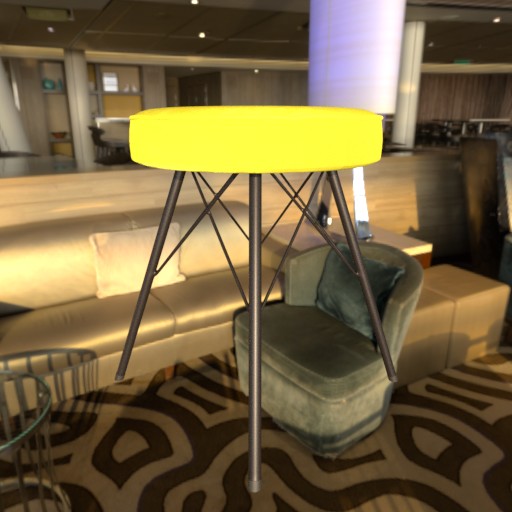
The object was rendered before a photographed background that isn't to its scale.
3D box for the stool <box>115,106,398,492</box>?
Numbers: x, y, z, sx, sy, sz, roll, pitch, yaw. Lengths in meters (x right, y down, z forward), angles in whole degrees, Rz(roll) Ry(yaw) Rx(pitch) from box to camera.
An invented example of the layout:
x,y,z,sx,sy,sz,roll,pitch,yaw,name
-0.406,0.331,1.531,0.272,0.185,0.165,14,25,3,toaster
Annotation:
x,y,z,sx,sy,sz,roll,pitch,yaw,name
0.000,0.000,0.801,0.409,0.508,0.409,-16,23,-42,stool
